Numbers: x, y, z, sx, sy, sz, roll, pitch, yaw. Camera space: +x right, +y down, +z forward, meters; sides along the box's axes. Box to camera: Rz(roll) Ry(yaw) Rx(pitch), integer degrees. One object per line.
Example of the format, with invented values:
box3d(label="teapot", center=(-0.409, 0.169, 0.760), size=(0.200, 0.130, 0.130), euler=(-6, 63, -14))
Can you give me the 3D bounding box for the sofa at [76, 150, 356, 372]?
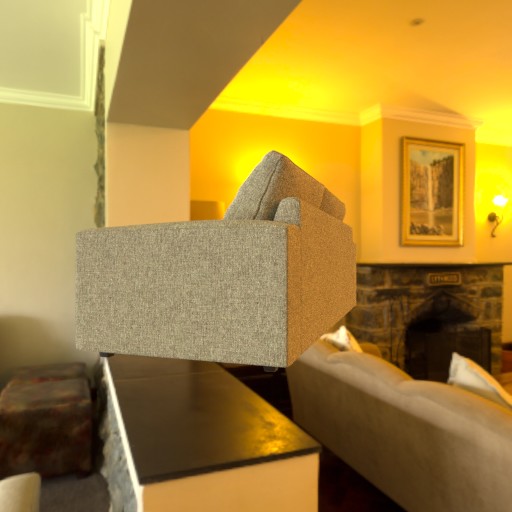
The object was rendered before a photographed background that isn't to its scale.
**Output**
box3d(label="sofa", center=(0.000, 0.000, 2.899), size=(1.040, 0.922, 2.299), euler=(0, 0, 19))
